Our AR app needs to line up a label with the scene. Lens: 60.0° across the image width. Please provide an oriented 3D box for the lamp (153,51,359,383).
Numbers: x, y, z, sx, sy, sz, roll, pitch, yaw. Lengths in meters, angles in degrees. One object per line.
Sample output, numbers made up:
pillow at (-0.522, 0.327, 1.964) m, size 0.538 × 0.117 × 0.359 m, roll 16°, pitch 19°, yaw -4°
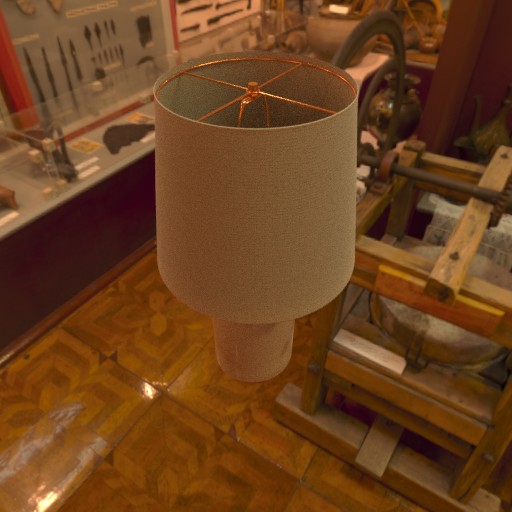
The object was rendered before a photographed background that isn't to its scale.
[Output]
lamp at (0.000, 0.000, 0.439) m, size 0.189 × 0.340 × 0.189 m, roll 0°, pitch 42°, yaw 0°
